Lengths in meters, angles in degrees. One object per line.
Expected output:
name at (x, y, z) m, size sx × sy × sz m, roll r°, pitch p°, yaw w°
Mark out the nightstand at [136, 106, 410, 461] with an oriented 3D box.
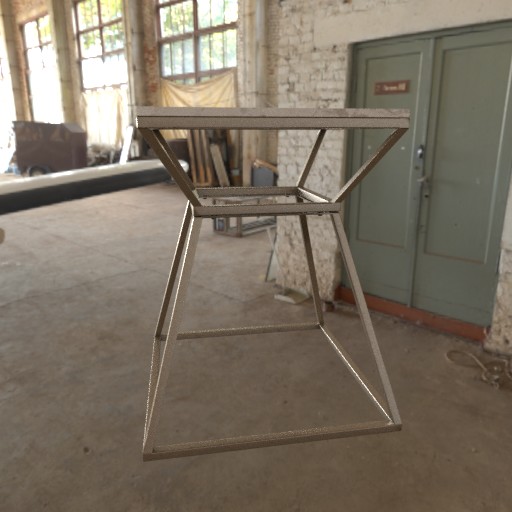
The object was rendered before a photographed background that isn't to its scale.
nightstand at (0.000, 0.000, 0.904) m, size 0.455 × 0.554 × 0.455 m, roll -3°, pitch 16°, yaw -10°
